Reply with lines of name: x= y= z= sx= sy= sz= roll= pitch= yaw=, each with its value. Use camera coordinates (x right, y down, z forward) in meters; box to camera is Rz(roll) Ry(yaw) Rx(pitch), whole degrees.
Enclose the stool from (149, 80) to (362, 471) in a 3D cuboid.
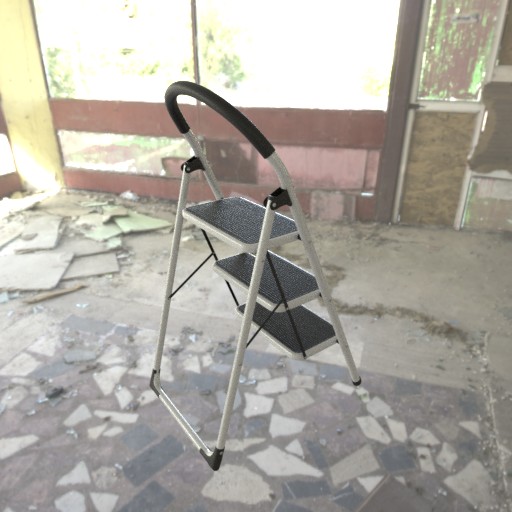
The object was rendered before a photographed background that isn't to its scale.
stool: x=0.000 y=0.000 z=1.479 sx=0.676 sy=1.109 sz=0.485 roll=-18 pitch=31 yaw=-32
